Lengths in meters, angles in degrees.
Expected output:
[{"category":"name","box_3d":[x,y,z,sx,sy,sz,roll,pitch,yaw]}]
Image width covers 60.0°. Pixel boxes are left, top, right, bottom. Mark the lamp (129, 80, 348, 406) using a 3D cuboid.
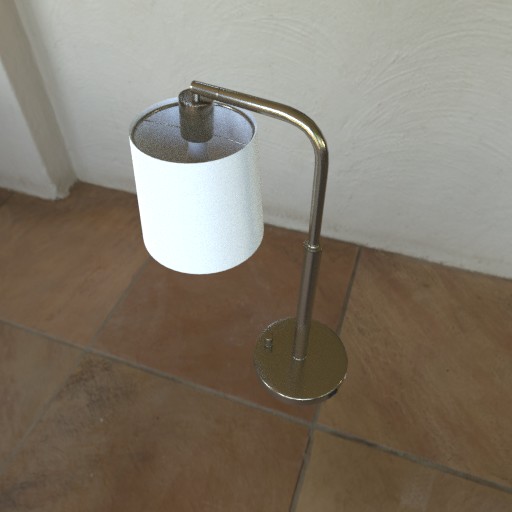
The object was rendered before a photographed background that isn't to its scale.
[{"category":"lamp","box_3d":[0.000,0.000,0.633,0.333,0.489,0.171,17,49,15]}]
